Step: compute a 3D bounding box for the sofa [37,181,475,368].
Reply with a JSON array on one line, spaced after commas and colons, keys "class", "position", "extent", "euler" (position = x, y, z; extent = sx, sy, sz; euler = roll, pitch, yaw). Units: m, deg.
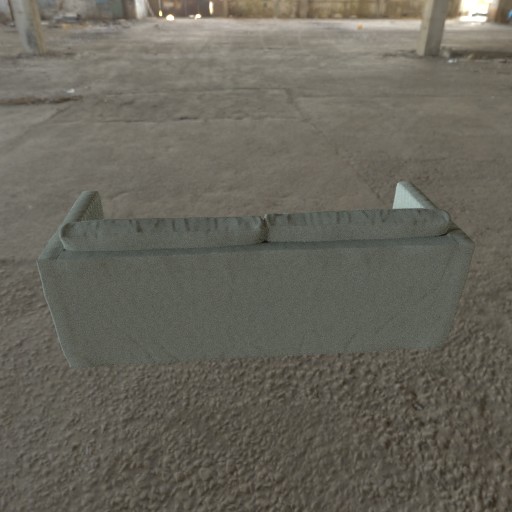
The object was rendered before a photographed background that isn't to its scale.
[{"class": "sofa", "position": [0.000, 0.000, 2.822], "extent": [2.312, 0.853, 0.962], "euler": [-2, 31, -4]}]
